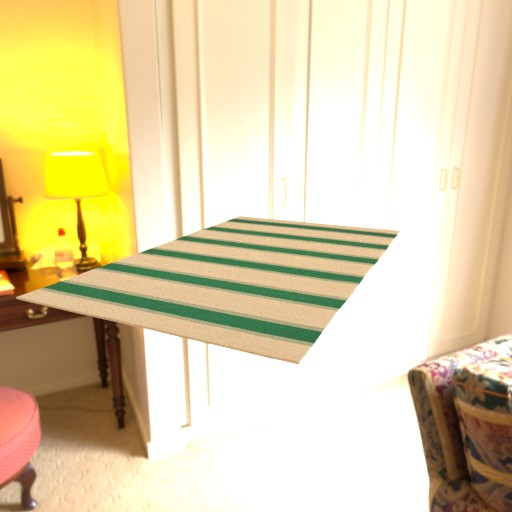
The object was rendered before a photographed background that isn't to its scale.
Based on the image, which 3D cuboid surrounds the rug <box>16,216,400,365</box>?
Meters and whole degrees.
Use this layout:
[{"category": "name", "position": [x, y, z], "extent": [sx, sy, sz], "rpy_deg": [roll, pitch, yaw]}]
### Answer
[{"category": "rug", "position": [0.000, 0.000, 2.976], "extent": [1.521, 0.015, 2.436], "rpy_deg": [8, 18, 25]}]
